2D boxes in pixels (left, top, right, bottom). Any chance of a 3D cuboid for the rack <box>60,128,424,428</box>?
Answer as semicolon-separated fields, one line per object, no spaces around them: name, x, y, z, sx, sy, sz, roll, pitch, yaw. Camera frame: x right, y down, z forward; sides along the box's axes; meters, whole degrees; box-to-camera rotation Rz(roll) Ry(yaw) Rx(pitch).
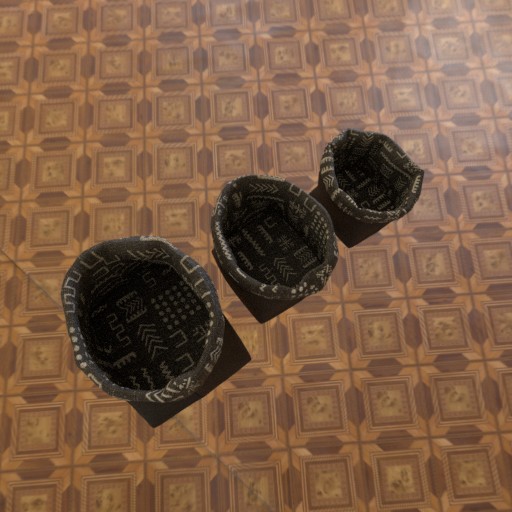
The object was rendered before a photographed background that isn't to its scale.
rack;0.000;0.000;1.067;0.905;0.323;0.379;-35;77;-9
